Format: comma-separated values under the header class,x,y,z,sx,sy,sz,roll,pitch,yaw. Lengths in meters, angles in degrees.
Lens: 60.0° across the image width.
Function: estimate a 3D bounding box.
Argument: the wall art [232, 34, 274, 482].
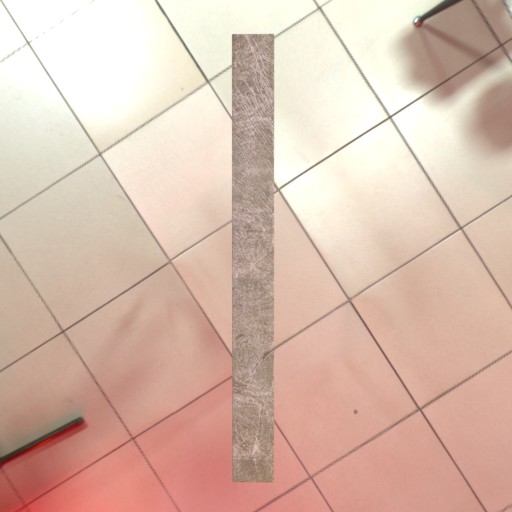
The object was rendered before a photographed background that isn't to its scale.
class,x,y,z,sx,sy,sz,roll,pitch,yaw
wall art,0.000,0.000,0.604,0.038,0.407,0.405,0,91,1
